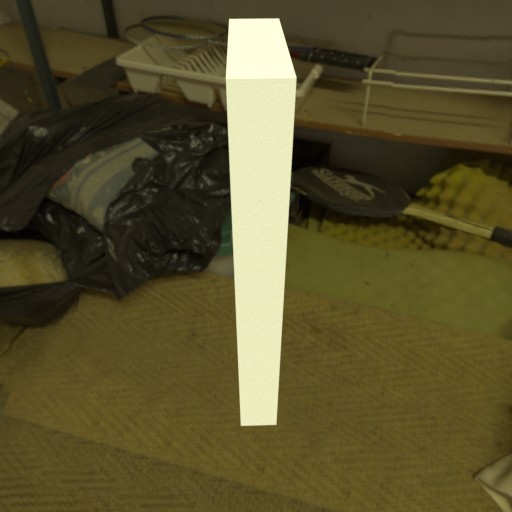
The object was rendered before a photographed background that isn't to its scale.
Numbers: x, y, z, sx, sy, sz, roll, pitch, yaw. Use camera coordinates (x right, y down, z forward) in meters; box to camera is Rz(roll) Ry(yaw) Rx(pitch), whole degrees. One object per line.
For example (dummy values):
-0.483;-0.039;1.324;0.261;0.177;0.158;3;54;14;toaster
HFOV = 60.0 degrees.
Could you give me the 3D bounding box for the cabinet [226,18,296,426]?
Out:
0.000;0.000;1.978;0.192;1.770;0.643;-1;40;-1;cabinet
